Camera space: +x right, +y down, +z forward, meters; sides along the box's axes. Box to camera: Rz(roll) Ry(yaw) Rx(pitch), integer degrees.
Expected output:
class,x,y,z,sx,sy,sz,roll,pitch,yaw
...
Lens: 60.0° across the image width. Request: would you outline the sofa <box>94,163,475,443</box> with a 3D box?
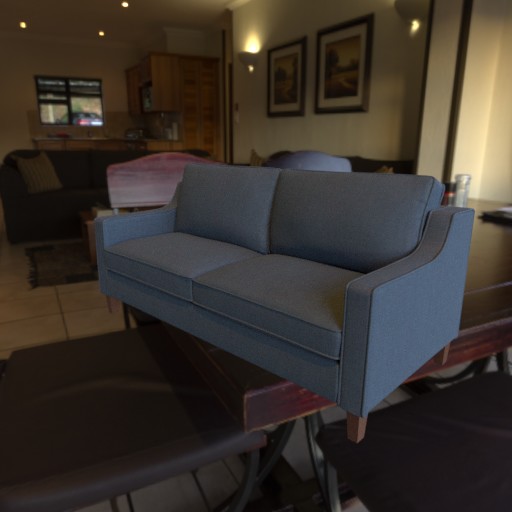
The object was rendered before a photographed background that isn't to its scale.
class,x,y,z,sx,sy,sz,roll,pitch,yaw
sofa,0.000,0.000,2.769,2.178,1.071,1.066,14,21,42
